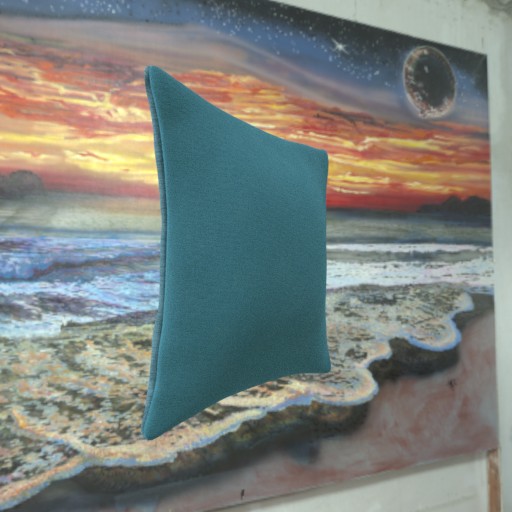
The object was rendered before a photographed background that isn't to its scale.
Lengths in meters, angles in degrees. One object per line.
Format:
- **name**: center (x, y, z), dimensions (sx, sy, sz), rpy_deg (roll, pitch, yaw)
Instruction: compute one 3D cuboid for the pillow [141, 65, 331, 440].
- **pillow**: center (0.000, 0.000, 0.660), dimensions (0.151, 0.415, 0.433), rpy_deg (-2, -3, 36)
